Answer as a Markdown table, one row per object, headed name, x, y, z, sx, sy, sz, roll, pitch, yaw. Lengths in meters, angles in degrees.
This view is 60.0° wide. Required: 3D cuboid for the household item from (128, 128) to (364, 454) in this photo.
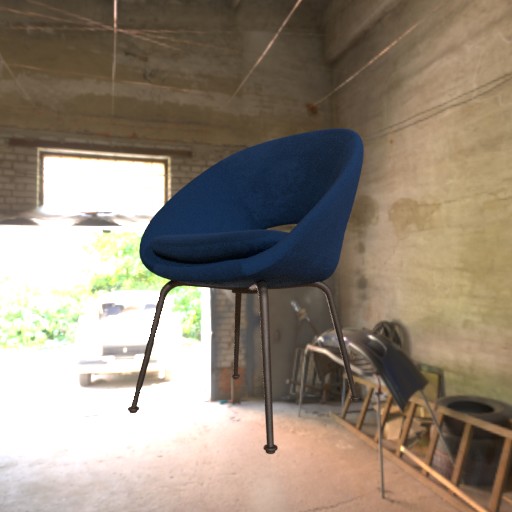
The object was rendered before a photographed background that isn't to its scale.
| name | x | y | z | sx | sy | sz | roll | pitch | yaw |
| --- | --- | --- | --- | --- | --- | --- | --- | --- | --- |
| household item | 0.000 | 0.000 | 1.303 | 0.623 | 0.852 | 0.573 | -1 | -2 | 36 |
